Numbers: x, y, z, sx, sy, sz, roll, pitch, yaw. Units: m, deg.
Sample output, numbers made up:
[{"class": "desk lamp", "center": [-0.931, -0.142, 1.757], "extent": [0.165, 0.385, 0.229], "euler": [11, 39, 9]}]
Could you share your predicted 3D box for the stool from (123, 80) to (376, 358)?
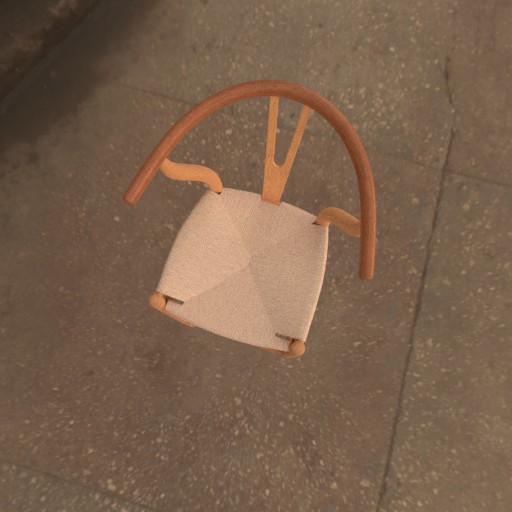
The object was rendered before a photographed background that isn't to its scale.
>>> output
[{"class": "stool", "center": [0.000, 0.000, 1.430], "extent": [0.574, 1.068, 0.561], "euler": [18, 77, 4]}]
